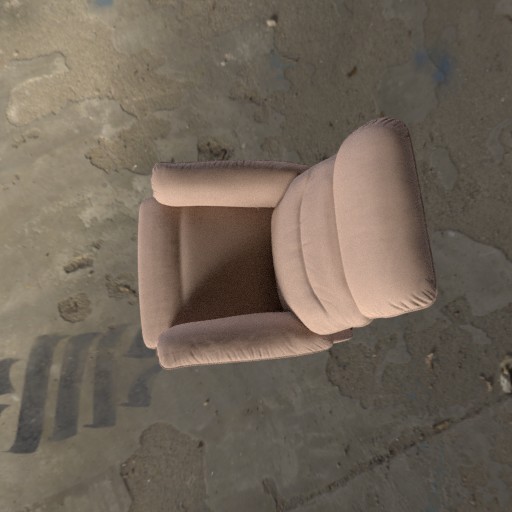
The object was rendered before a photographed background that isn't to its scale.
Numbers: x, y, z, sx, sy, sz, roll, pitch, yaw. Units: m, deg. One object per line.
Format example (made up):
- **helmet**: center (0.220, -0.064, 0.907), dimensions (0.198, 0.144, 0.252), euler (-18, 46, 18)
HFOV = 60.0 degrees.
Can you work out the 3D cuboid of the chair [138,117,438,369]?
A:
- **chair**: center (0.000, 0.000, 1.772), dimensions (1.004, 1.037, 0.820), euler (-5, 77, -1)
